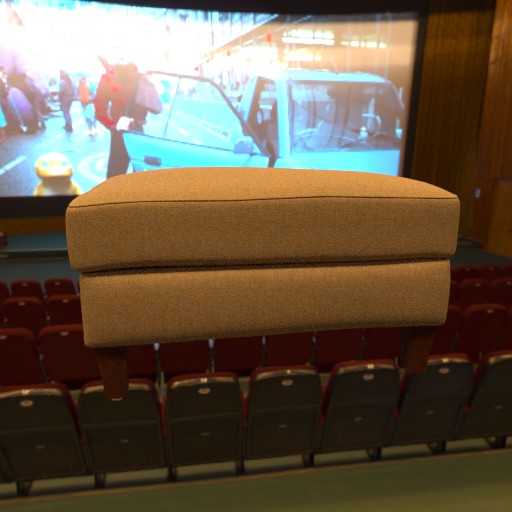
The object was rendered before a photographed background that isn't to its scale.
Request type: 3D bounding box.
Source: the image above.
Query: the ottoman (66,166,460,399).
[{"bbox_3d":[0.000,0.000,1.313,0.898,0.519,0.677,-2,15,-9],"label":"ottoman"}]
